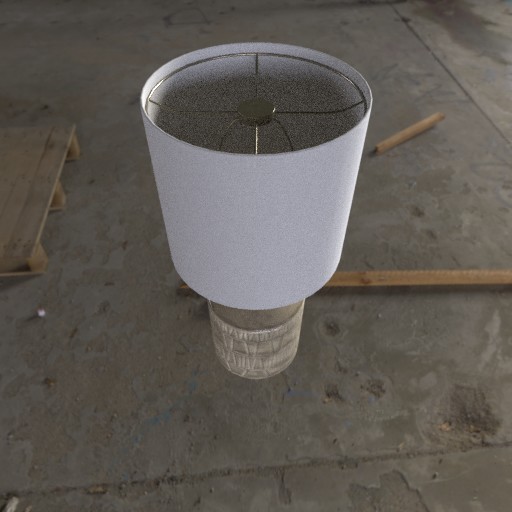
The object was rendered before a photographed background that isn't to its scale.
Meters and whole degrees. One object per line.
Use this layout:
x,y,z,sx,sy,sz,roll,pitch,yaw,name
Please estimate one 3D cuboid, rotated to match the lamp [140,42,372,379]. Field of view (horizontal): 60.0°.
0.000,0.000,0.575,0.211,0.455,0.211,11,48,10,lamp
